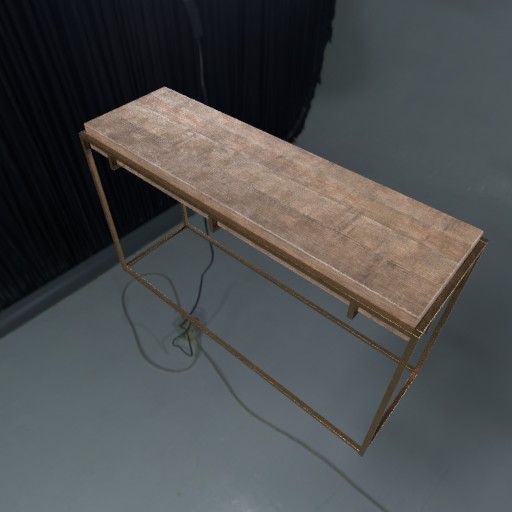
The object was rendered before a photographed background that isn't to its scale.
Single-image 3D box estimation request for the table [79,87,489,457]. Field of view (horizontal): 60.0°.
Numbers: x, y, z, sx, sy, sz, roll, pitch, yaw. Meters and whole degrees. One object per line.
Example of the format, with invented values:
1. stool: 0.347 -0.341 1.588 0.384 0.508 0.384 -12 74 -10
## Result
1. table: 0.000 0.000 1.751 1.400 0.820 0.440 32 54 27
